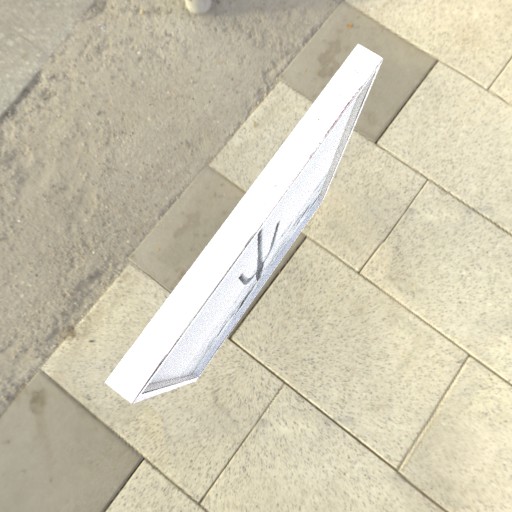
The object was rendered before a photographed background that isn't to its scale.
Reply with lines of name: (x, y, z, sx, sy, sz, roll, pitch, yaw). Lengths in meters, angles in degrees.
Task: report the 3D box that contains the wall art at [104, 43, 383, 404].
wall art: (0.000, 0.000, 0.762, 0.038, 0.508, 0.508, 34, 79, 8)
